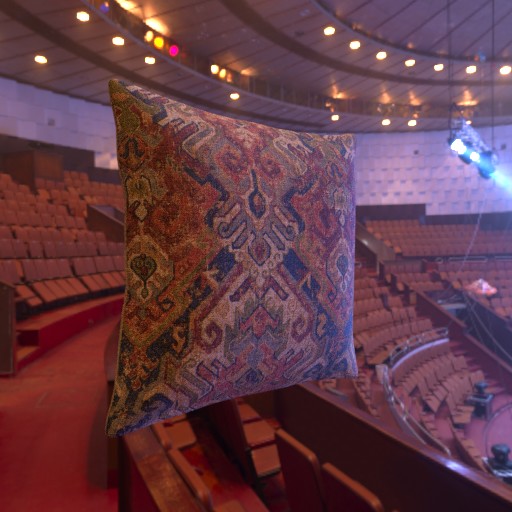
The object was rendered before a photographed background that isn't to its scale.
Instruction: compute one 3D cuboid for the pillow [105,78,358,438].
[{"bbox_3d":[0.000,0.000,0.772,0.523,0.506,0.166,0,0,-36],"label":"pillow"}]
